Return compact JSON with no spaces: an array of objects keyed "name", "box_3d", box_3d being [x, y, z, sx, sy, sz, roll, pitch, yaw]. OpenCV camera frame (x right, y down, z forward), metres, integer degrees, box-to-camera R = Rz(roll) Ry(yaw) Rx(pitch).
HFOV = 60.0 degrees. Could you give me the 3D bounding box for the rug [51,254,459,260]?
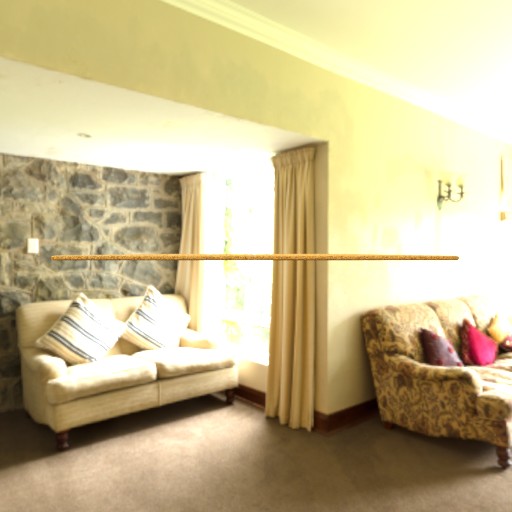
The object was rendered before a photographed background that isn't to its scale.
[{"name":"rug","box_3d":[0.000,0.000,4.143,2.438,0.029,3.047,0,0,0]}]
